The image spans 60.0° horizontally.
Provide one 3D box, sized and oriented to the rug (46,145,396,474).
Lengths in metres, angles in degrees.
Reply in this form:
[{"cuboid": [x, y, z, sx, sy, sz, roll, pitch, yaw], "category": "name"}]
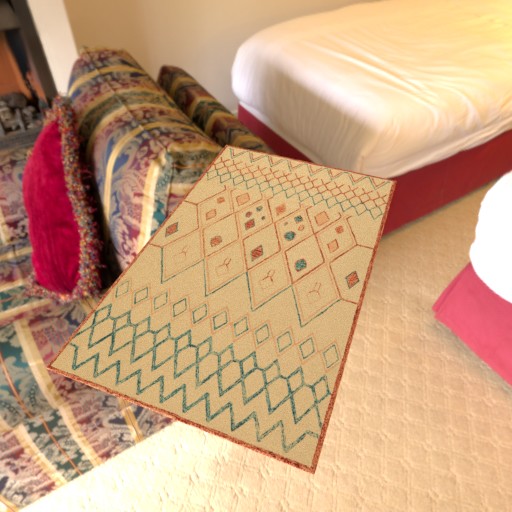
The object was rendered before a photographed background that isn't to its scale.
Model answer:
[{"cuboid": [0.000, 0.000, 3.027, 1.524, 0.015, 2.438, 15, 47, 15], "category": "rug"}]
